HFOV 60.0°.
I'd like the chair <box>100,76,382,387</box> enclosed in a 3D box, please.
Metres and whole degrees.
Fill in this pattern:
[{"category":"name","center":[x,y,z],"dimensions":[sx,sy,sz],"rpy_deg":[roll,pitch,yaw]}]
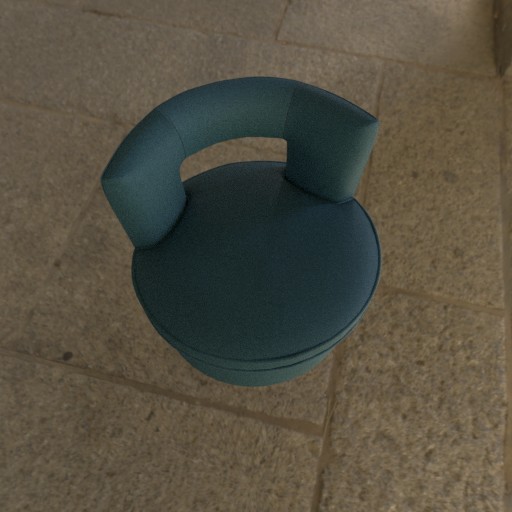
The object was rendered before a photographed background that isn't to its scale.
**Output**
[{"category":"chair","center":[0.000,0.000,1.254],"dimensions":[0.684,0.711,0.660],"rpy_deg":[-14,63,-7]}]
